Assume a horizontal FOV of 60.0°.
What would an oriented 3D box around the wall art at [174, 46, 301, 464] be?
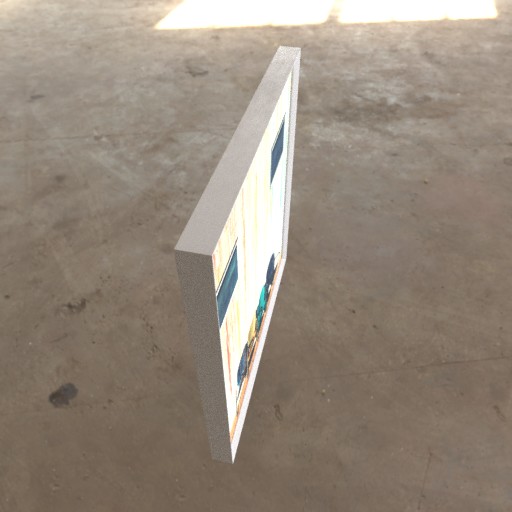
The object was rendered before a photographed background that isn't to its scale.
[{"bbox_3d":[0.000,0.000,0.757,0.037,0.508,0.508,9,46,9],"label":"wall art"}]
